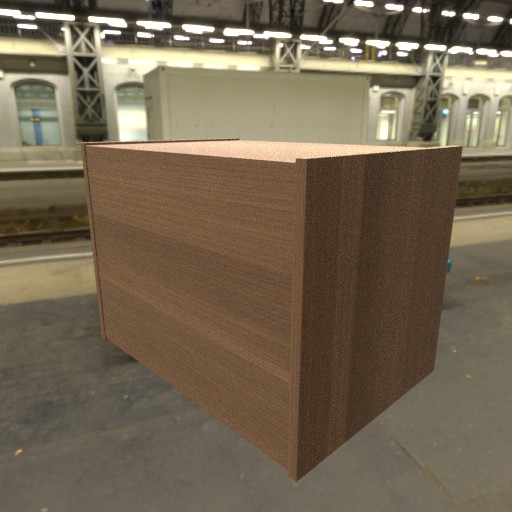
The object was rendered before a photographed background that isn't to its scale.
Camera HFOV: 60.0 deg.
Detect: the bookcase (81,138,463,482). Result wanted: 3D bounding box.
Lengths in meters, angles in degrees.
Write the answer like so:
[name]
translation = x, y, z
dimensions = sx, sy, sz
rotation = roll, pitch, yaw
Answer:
[bookcase]
translation = 0.000, 0.000, 0.623
dimensions = 0.290, 0.305, 0.415
rotation = -15, 22, -42
